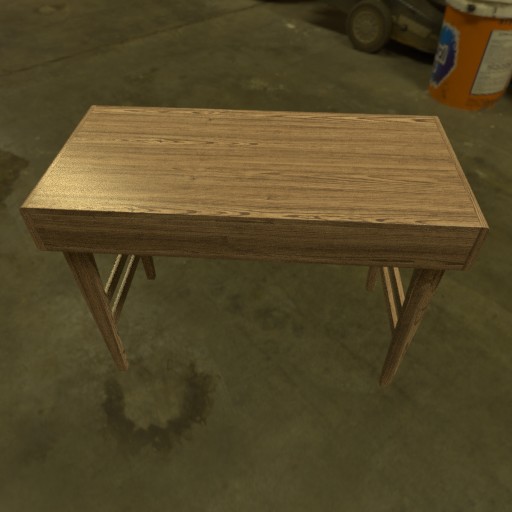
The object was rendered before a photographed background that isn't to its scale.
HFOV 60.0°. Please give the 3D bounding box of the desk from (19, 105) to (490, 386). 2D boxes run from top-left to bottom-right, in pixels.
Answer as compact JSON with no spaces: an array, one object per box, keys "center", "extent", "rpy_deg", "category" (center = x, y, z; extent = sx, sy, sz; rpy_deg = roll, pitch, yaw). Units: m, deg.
[{"center":[0.000,0.000,1.441],"extent":[1.067,0.755,0.508],"rpy_deg":[3,45,3],"category":"desk"}]
